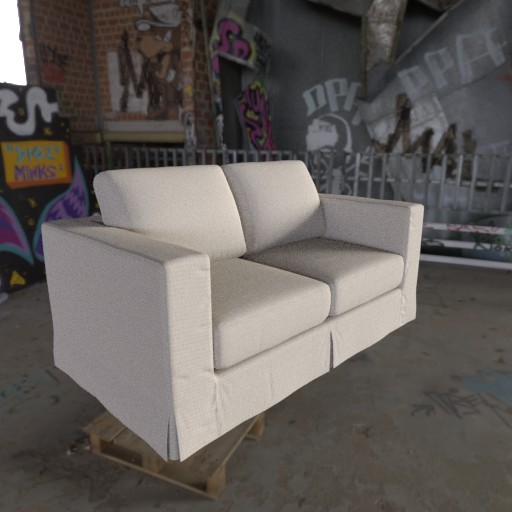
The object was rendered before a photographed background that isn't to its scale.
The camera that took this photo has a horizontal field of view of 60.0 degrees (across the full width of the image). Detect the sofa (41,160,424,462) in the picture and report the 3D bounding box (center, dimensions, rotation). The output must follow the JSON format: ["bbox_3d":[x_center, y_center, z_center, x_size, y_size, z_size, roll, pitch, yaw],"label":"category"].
[{"bbox_3d":[0.000,0.000,2.329,1.009,0.932,1.813,14,20,43],"label":"sofa"}]
